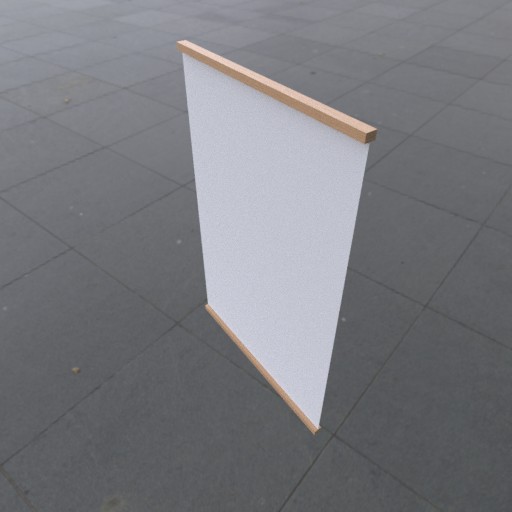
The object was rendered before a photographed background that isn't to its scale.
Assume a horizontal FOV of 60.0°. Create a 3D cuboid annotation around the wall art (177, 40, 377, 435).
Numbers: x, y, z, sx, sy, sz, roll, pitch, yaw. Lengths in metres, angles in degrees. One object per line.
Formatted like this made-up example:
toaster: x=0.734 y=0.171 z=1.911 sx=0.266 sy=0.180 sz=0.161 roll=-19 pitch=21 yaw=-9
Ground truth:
wall art: x=0.000 y=0.000 z=0.771 sx=0.016 sy=0.611 sz=0.401 roll=-25 pitch=47 yaw=-26
